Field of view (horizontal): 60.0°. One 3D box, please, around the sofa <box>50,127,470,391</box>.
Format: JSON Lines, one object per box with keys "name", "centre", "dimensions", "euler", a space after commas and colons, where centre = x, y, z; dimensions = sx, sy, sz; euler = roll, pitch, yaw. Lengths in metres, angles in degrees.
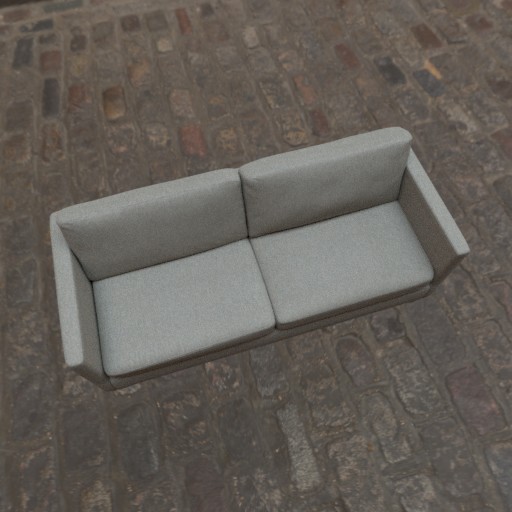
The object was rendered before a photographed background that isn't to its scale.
{"name": "sofa", "centre": [0.000, 0.000, 2.700], "dimensions": [2.208, 0.963, 0.956], "euler": [-15, 64, -8]}
